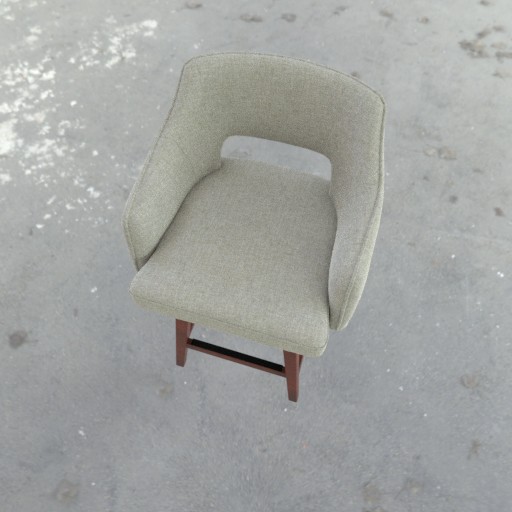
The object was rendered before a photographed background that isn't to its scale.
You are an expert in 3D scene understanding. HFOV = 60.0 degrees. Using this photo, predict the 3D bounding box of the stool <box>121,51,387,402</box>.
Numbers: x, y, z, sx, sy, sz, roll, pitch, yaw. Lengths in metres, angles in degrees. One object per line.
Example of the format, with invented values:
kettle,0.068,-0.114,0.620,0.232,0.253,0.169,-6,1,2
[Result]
stool,0.000,0.000,1.293,0.599,0.944,0.558,15,60,9
